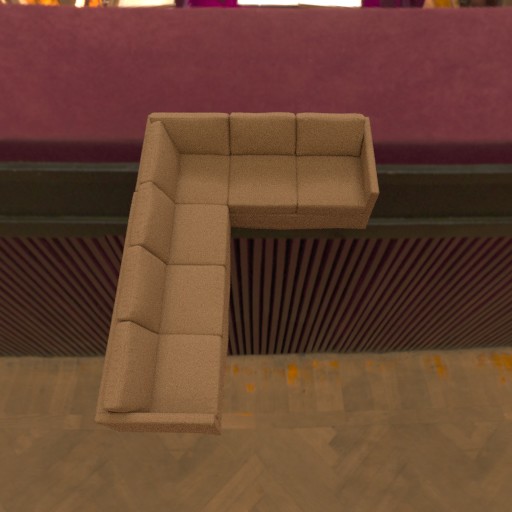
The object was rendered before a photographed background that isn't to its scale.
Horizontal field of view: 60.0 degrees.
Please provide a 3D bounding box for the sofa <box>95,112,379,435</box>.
[{"bbox_3d":[0.000,0.000,4.314,2.432,0.871,3.182,1,63,0],"label":"sofa"}]
